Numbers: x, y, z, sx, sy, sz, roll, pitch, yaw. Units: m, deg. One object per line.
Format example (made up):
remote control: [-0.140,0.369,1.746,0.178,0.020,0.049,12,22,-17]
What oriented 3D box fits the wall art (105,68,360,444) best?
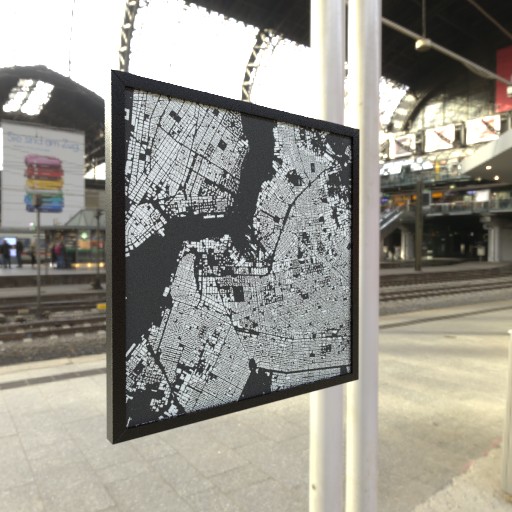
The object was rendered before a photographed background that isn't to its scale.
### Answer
wall art: [0.000,0.000,1.135,0.755,0.761,0.038,-1,1,-37]
